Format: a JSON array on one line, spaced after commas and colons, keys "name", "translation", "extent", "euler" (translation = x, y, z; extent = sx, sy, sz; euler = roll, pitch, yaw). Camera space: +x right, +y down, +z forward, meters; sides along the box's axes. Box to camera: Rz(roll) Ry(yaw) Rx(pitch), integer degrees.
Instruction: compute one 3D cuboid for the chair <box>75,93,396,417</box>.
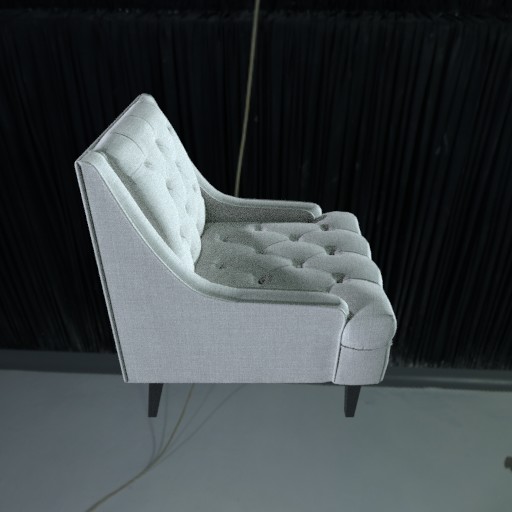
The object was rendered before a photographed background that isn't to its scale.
[{"name": "chair", "translation": [0.000, 0.000, 1.427], "extent": [0.772, 0.891, 0.658], "euler": [0, 32, 0]}]
